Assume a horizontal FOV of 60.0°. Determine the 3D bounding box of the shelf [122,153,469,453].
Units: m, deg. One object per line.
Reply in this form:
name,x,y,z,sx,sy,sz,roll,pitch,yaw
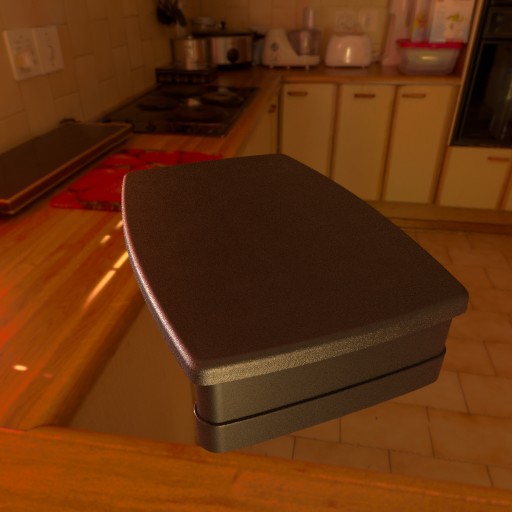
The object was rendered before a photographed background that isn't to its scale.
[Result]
shelf,0.000,0.000,0.513,0.280,0.100,0.410,-11,33,-18
